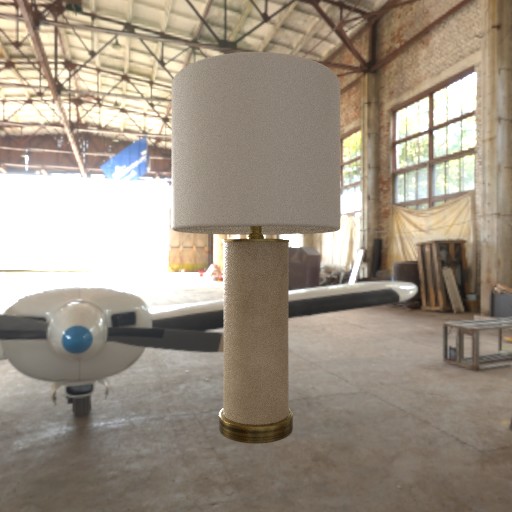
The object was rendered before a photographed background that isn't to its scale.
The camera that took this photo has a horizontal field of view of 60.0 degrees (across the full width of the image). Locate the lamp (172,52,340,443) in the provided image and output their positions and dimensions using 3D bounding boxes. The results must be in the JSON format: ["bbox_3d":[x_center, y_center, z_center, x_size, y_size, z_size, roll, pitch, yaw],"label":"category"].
[{"bbox_3d":[0.000,0.000,0.816,0.305,0.634,0.305,0,0,19],"label":"lamp"}]
